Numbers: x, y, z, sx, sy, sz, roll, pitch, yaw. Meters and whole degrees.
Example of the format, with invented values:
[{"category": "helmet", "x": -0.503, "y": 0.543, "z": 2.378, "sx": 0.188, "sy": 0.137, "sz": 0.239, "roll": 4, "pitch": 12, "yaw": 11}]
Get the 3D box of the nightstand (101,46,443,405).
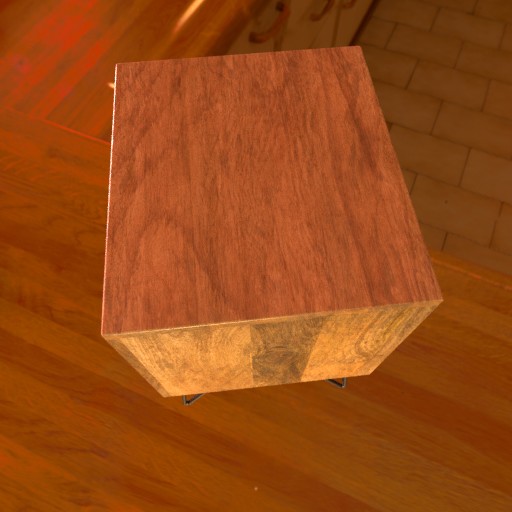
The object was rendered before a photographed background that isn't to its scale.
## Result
[{"category": "nightstand", "x": 0.000, "y": 0.000, "z": 0.867, "sx": 0.406, "sy": 0.559, "sz": 0.457, "roll": -5, "pitch": 62, "yaw": -3}]
